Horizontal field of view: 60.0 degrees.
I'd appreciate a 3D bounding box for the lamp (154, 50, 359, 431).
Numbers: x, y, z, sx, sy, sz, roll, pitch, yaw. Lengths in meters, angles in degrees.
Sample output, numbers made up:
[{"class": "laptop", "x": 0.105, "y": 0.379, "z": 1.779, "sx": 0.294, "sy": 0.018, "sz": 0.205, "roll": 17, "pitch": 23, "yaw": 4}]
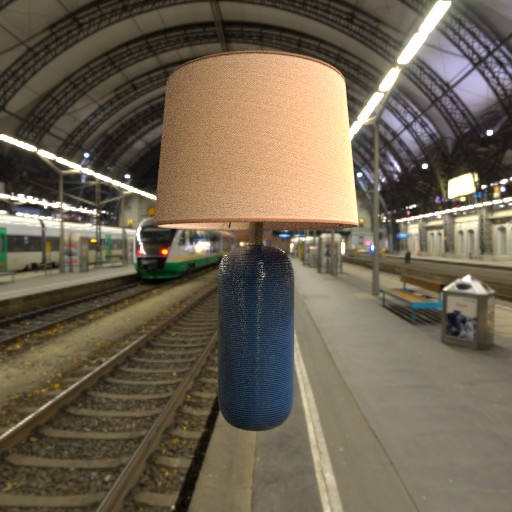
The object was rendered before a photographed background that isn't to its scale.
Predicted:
[{"class": "lamp", "x": 0.000, "y": 0.000, "z": 0.815, "sx": 0.367, "sy": 0.609, "sz": 0.367, "roll": 0, "pitch": 1, "yaw": 0}]
